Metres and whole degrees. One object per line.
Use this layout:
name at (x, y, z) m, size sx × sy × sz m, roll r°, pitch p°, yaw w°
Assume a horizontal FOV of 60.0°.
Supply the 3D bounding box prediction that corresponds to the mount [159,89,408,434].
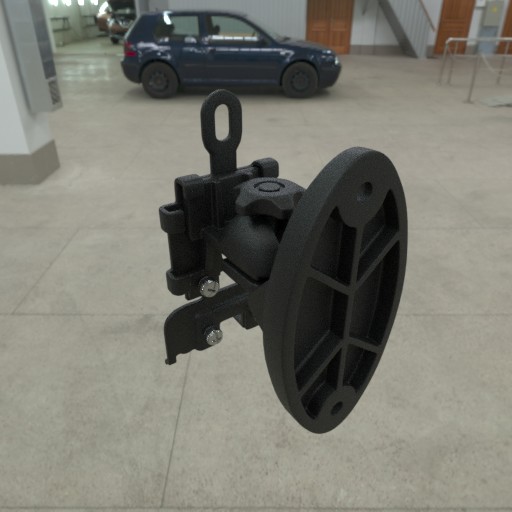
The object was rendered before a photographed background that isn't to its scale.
mount at (0.000, 0.000, 0.174) m, size 0.066 × 0.118 × 0.100 m, roll -19°, pitch 35°, yaw -30°
